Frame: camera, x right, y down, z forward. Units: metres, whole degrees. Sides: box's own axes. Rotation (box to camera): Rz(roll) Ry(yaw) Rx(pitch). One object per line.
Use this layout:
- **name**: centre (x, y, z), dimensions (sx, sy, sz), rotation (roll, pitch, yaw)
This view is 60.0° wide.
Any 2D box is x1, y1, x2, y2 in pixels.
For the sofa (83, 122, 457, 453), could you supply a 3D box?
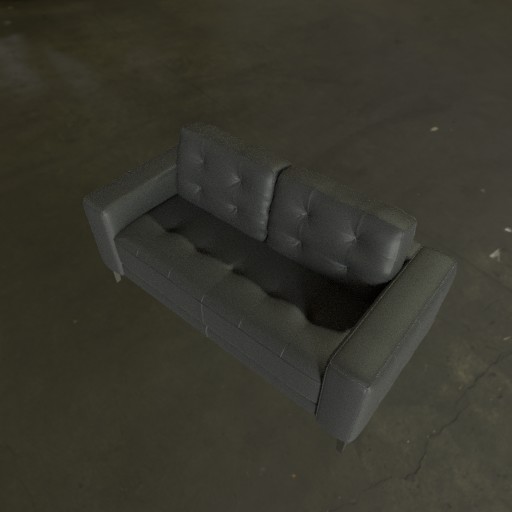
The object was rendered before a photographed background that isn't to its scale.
- **sofa**: centre (0.000, 0.000, 2.270), dimensions (1.726, 0.893, 0.833), rotation (31, 53, 26)
